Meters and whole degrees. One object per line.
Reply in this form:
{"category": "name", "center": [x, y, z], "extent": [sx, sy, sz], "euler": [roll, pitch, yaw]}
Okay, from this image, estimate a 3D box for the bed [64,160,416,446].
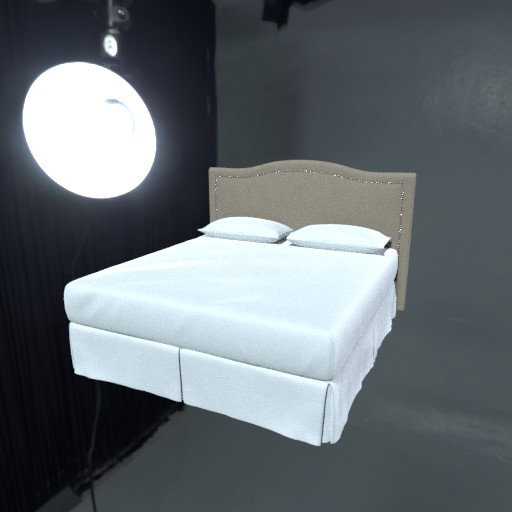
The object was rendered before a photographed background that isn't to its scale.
{"category": "bed", "center": [0.000, 0.000, 3.520], "extent": [2.083, 1.421, 2.182], "euler": [7, 16, 25]}
